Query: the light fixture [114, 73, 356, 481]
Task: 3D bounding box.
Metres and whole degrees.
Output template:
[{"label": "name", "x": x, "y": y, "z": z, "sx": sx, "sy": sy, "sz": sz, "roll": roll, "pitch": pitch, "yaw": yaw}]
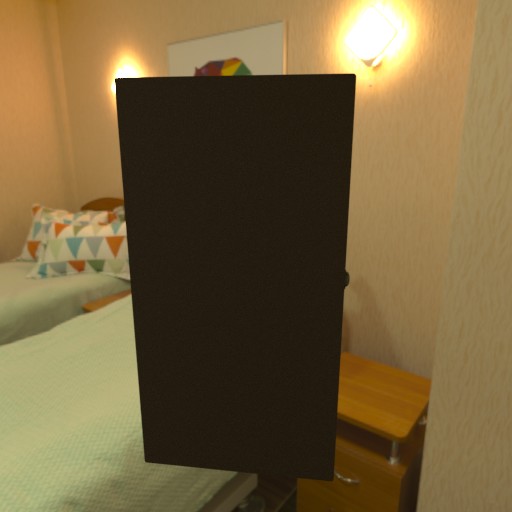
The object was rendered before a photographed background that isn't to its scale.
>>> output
[{"label": "light fixture", "x": 0.000, "y": 0.000, "z": 0.256, "sx": 0.098, "sy": 0.179, "sz": 0.138, "roll": 2, "pitch": 16, "yaw": 8}]
